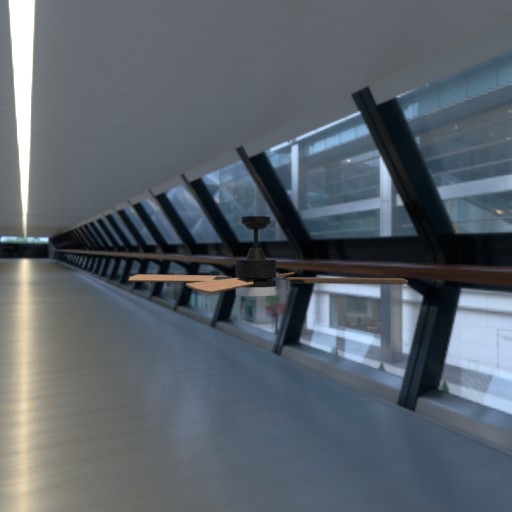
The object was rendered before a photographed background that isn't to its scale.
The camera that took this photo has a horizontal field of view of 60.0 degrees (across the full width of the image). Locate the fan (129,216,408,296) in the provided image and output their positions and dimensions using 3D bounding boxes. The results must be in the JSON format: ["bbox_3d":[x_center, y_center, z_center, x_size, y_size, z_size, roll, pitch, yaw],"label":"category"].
[{"bbox_3d":[0.000,0.000,2.036,1.320,0.355,1.320,0,0,17],"label":"fan"}]
